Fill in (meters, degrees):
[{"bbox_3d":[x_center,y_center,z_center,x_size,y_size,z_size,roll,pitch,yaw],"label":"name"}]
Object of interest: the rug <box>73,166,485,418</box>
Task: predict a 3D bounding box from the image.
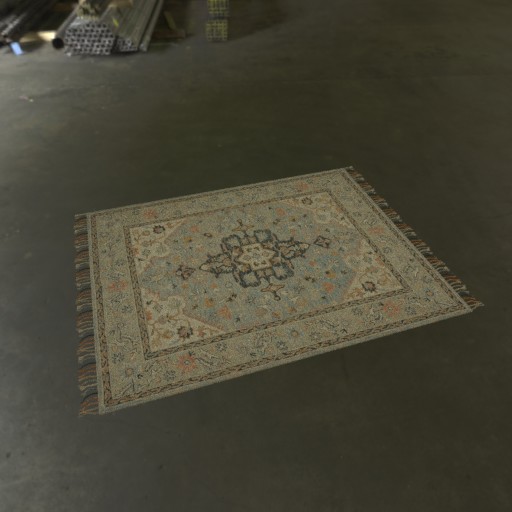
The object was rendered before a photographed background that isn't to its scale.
[{"bbox_3d":[0.000,0.000,4.124,3.221,0.011,2.379,-12,43,-13],"label":"rug"}]
